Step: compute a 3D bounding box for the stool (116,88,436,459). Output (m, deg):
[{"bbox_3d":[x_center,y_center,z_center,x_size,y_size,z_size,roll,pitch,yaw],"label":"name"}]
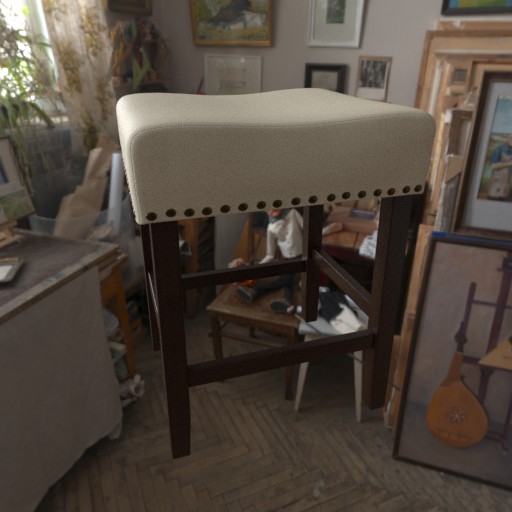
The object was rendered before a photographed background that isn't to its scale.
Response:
[{"bbox_3d":[0.000,0.000,0.909,0.471,0.609,0.401,-8,27,-16],"label":"stool"}]
